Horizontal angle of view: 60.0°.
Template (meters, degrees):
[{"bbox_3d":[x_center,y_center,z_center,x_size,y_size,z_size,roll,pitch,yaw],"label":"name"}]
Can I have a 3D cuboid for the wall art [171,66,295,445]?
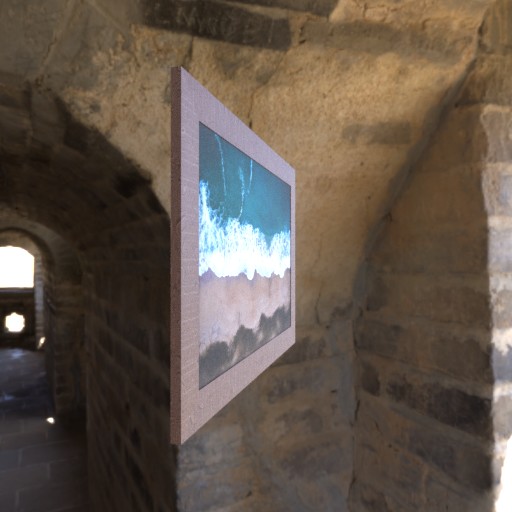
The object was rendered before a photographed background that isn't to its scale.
[{"bbox_3d":[0.000,0.000,1.174,0.019,0.626,0.917,0,0,17],"label":"wall art"}]
